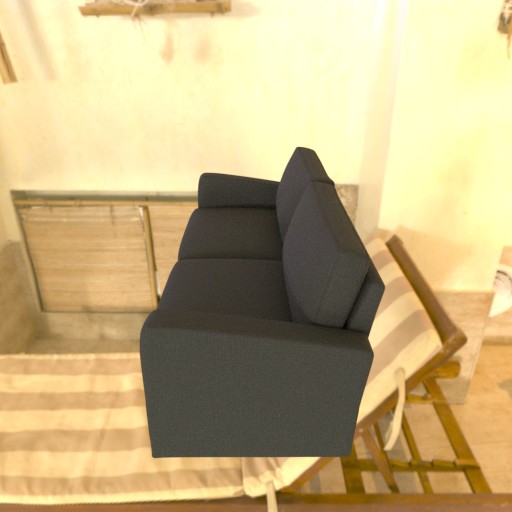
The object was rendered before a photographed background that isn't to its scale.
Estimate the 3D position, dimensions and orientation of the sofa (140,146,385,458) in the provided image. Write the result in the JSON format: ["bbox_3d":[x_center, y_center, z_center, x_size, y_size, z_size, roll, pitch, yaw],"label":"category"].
[{"bbox_3d":[0.000,0.000,2.367,0.898,0.839,1.852,0,26,0],"label":"sofa"}]
